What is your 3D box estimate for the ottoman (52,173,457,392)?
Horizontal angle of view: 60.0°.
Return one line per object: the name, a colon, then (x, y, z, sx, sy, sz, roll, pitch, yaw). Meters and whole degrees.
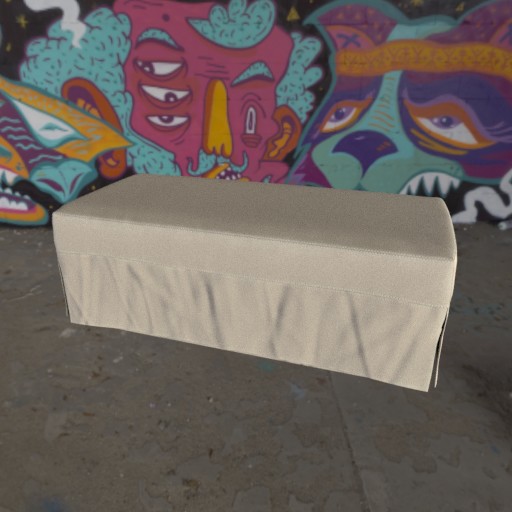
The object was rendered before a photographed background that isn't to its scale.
ottoman: (0.000, 0.000, 1.731, 1.388, 0.457, 0.665, 7, 25, 16)
